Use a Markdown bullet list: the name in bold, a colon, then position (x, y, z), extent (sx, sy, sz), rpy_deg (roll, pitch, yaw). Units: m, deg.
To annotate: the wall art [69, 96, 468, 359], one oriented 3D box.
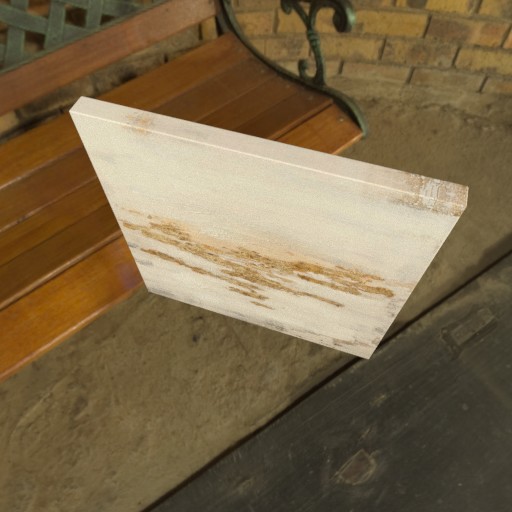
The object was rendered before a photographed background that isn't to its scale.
- **wall art**: position (0.000, 0.000, 0.917), extent (0.611, 0.613, 0.040), rpy_deg (16, 59, 10)
